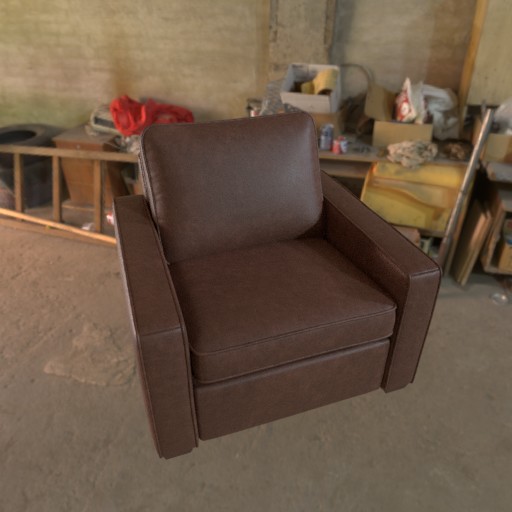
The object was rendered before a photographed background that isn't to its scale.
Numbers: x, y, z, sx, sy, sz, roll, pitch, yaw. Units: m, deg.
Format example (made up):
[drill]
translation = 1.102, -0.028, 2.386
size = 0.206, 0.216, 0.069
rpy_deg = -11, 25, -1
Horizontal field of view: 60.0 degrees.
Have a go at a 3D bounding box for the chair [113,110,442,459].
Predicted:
[chair]
translation = 0.000, 0.000, 1.720
size = 1.017, 0.919, 0.940
rpy_deg = -11, 34, -16
